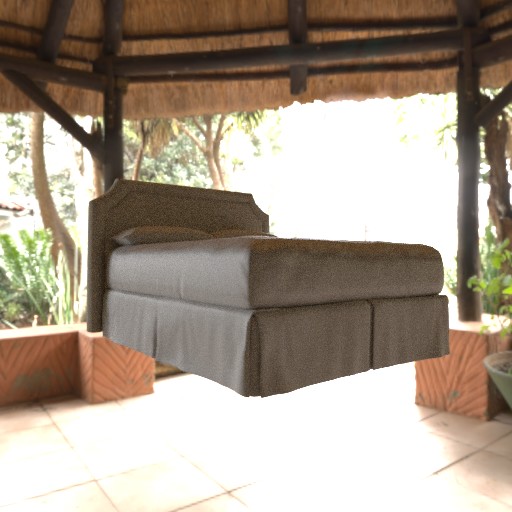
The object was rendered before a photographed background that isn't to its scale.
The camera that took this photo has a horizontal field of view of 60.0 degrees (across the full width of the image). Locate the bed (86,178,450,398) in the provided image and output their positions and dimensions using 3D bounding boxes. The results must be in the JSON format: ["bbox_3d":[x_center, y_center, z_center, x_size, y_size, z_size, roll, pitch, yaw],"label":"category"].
[{"bbox_3d":[0.000,0.000,3.263,1.828,1.297,2.164,0,-1,-37],"label":"bed"}]
